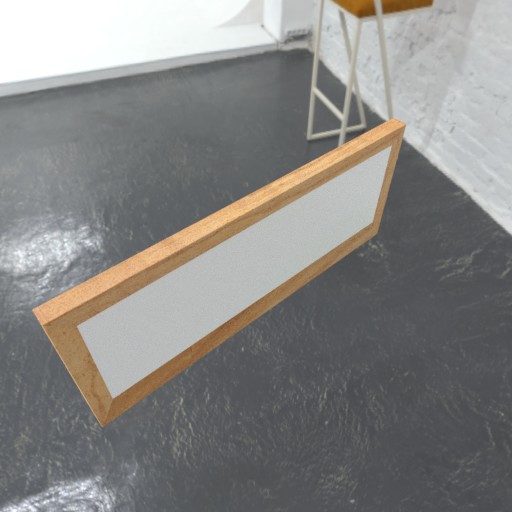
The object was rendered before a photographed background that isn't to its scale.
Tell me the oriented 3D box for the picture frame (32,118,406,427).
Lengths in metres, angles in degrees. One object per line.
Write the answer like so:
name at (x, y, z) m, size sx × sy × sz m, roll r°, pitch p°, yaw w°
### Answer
picture frame at (0.000, 0.000, 0.655) m, size 0.582 × 0.234 × 0.045 m, roll -32°, pitch 54°, yaw -27°
